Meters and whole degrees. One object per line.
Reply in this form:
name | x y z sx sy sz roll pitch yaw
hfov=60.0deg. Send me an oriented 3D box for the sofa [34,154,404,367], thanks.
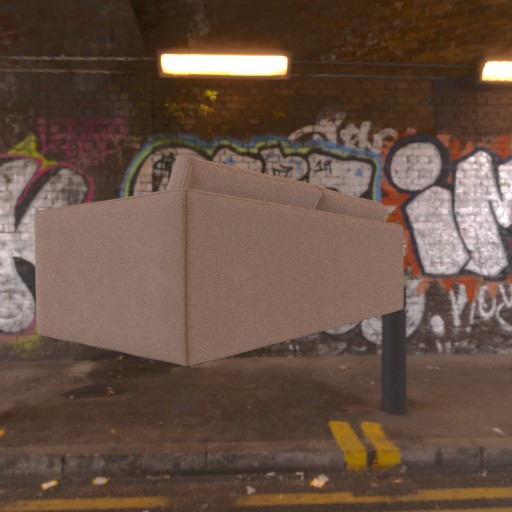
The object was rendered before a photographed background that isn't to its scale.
sofa | 0.000 0.000 2.758 1.090 0.838 2.588 0 0 37
